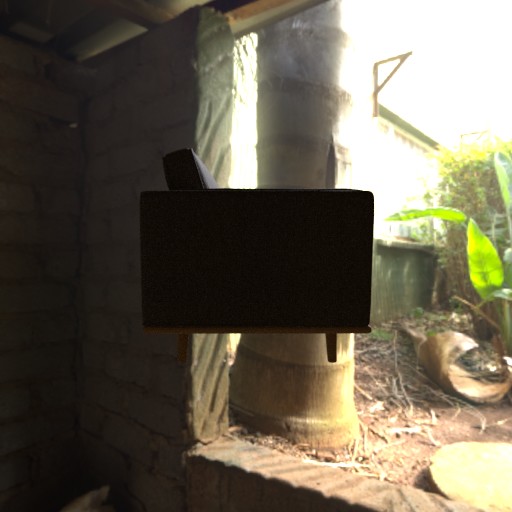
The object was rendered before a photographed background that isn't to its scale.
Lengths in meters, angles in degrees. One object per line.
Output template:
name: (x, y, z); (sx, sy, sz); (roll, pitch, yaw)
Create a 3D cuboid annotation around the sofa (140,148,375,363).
sofa: (0.000, 0.000, 2.782); (0.903, 0.899, 2.362); (0, -1, 0)
